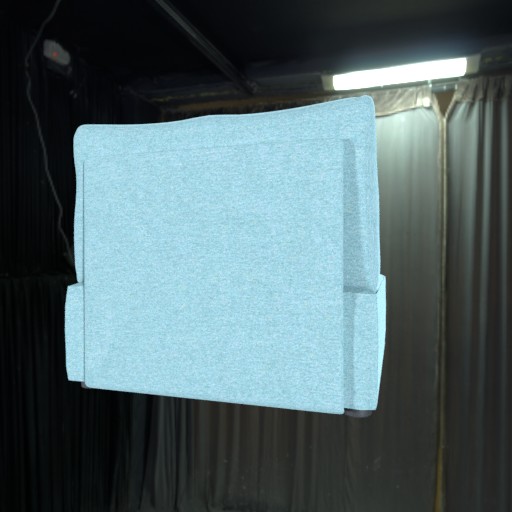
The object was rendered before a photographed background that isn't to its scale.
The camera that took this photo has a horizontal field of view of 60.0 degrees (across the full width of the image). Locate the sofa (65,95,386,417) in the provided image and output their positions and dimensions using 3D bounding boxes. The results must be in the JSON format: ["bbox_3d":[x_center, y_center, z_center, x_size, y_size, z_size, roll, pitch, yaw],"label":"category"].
[{"bbox_3d":[0.000,0.000,1.681,0.930,0.820,1.000,0,0,18],"label":"sofa"}]
